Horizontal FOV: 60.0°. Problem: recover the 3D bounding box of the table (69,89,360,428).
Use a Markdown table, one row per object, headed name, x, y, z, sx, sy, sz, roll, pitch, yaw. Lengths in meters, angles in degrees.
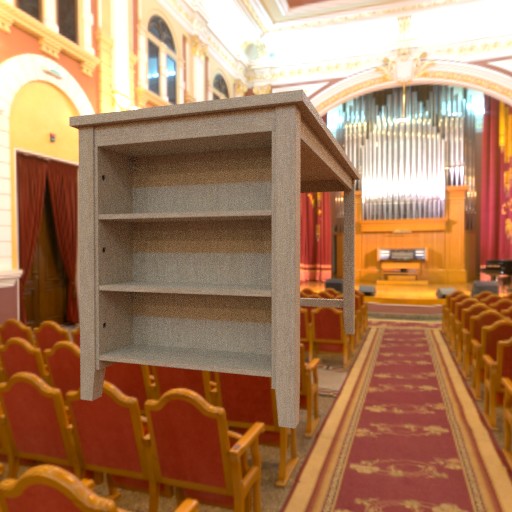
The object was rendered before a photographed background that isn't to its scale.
| name | x | y | z | sx | sy | sz | roll | pitch | yaw |
| --- | --- | --- | --- | --- | --- | --- | --- | --- | --- |
| table | 0.000 | 0.000 | 1.907 | 0.729 | 0.874 | 1.397 | 0 | 1 | 19 |
